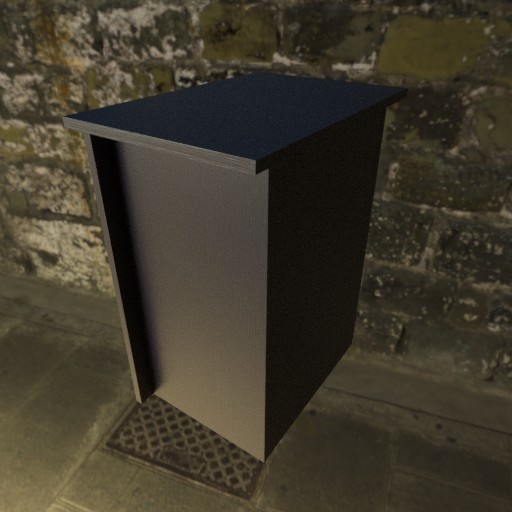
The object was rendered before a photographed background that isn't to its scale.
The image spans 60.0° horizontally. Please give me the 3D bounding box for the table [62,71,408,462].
[{"bbox_3d":[0.000,0.000,1.051,0.408,0.711,0.589,20,36,29],"label":"table"}]
